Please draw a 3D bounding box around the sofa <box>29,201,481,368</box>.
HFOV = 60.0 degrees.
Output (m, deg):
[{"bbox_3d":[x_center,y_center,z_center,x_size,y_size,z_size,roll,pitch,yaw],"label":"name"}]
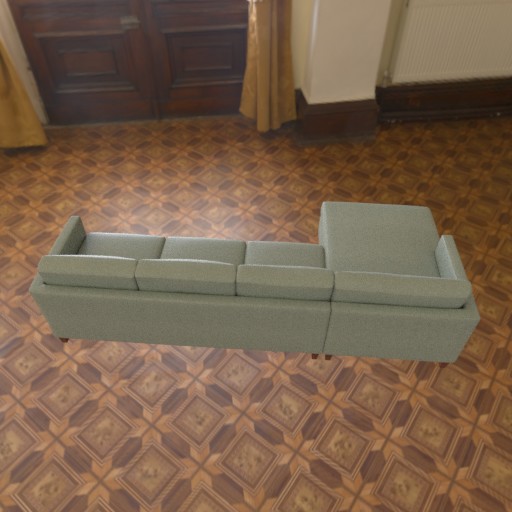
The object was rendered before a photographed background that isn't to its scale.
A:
[{"bbox_3d":[0.000,0.000,4.082,3.470,0.953,1.600,3,46,3],"label":"sofa"}]
